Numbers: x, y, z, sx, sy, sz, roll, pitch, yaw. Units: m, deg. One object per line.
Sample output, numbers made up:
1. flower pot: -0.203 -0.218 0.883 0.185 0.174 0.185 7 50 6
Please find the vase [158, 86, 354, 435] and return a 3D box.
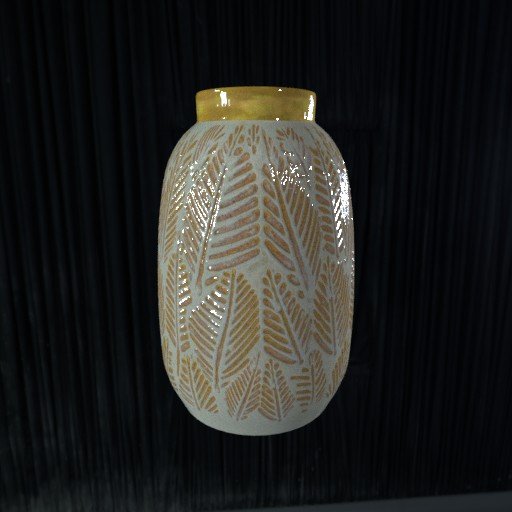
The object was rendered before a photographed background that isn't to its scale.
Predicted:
1. vase: 0.000 0.000 0.391 0.172 0.270 0.172 0 14 0
